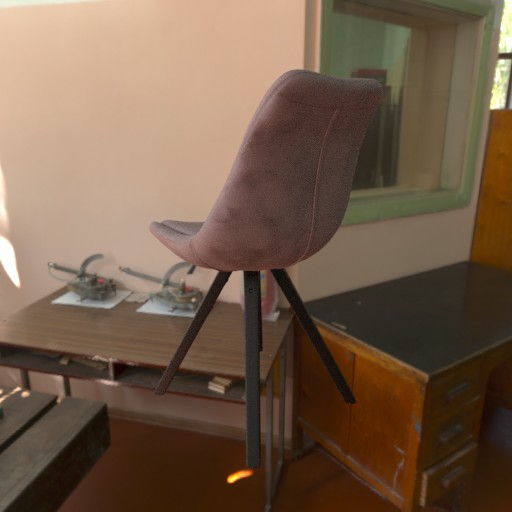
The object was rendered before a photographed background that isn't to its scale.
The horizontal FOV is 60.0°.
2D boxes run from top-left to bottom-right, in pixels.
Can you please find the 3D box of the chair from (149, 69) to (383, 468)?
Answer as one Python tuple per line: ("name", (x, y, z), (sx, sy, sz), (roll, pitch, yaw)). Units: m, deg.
("chair", (0.000, 0.000, 1.190), (0.483, 0.865, 0.547), (-14, 21, -40))
